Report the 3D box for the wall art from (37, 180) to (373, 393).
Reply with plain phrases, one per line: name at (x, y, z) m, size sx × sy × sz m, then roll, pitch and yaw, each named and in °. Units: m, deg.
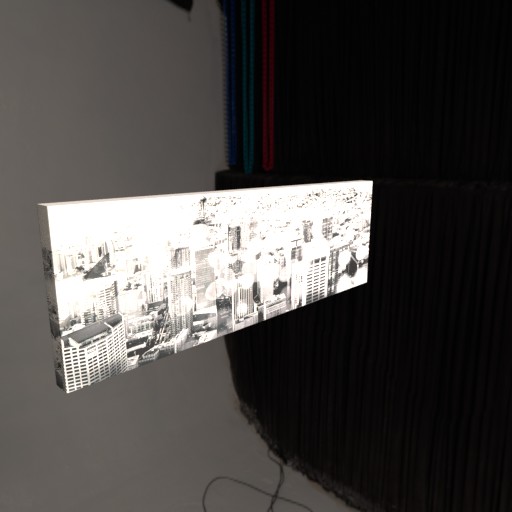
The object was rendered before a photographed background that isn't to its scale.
wall art at (0.000, 0.000, 0.849) m, size 0.038 × 0.255 × 0.763 m, roll 12°, pitch 18°, yaw 43°
